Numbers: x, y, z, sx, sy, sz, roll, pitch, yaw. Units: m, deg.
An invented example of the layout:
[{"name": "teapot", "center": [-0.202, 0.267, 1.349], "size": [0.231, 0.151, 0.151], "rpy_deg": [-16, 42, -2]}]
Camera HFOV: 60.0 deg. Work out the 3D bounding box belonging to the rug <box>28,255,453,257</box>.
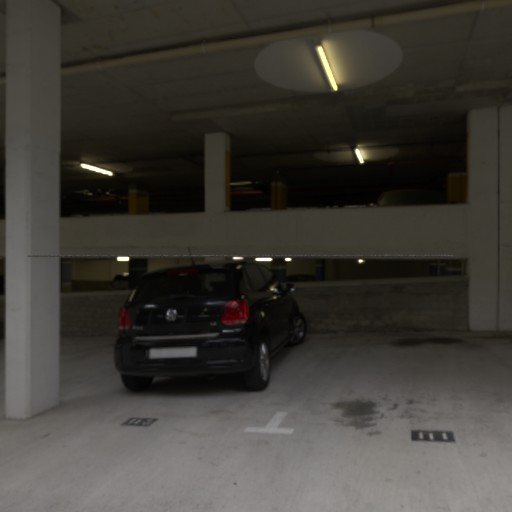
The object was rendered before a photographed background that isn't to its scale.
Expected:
[{"name": "rug", "center": [0.000, 0.000, 2.950], "size": [2.235, 0.008, 1.600], "rpy_deg": [0, 0, 18]}]
